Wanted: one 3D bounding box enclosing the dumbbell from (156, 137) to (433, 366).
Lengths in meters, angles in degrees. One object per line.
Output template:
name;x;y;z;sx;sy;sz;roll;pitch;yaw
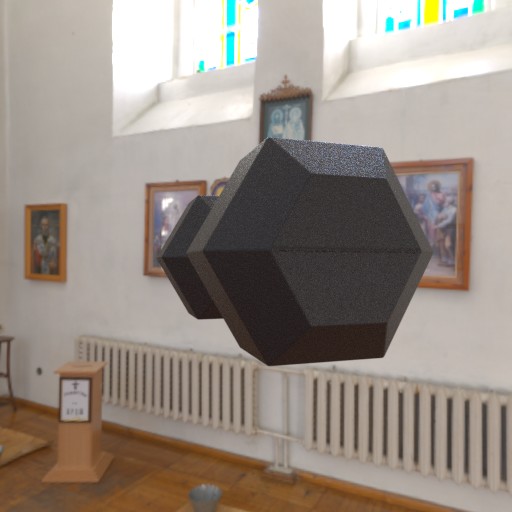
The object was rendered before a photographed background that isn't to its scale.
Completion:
dumbbell;0.000;0.000;0.323;0.122;0.106;0.271;0;-1;-18
